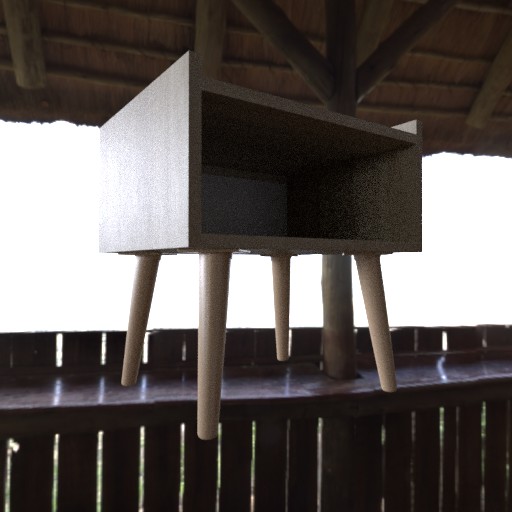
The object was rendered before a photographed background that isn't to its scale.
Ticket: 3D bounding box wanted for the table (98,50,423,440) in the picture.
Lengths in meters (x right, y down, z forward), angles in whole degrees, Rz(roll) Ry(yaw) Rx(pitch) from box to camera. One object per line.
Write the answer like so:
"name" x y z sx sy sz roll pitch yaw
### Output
"table" 0.000 0.000 0.793 0.450 0.470 0.370 1 -1 -35
